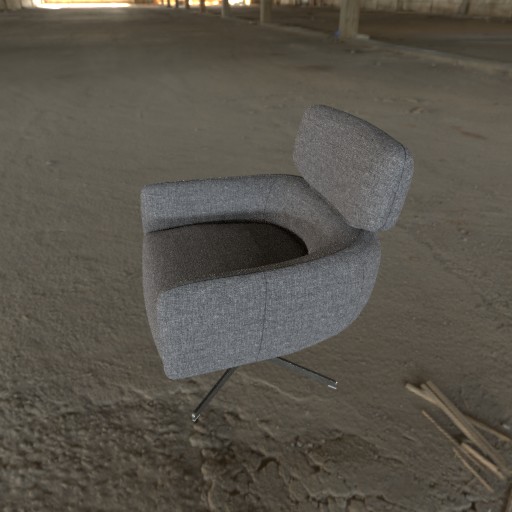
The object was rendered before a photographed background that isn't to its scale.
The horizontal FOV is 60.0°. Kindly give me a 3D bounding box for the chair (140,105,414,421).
[{"bbox_3d":[0.000,0.000,1.400,0.715,0.812,0.706,-8,32,-14],"label":"chair"}]
